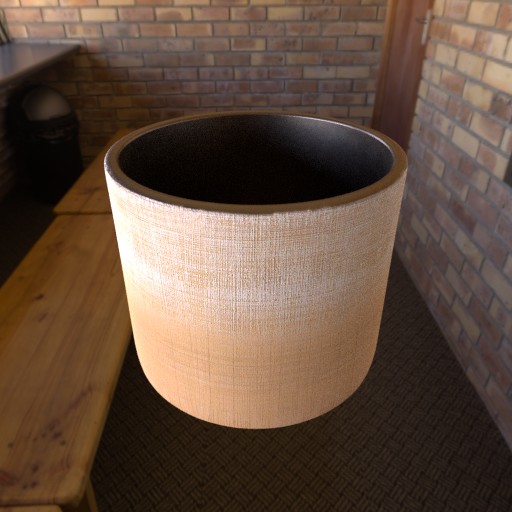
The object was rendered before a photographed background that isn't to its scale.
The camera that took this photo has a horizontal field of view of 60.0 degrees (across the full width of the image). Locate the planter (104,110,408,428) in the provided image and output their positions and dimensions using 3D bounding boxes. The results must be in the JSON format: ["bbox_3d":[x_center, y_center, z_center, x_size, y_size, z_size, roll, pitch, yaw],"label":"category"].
[{"bbox_3d":[0.000,0.000,0.435,0.254,0.221,0.254,0,32,0],"label":"planter"}]
